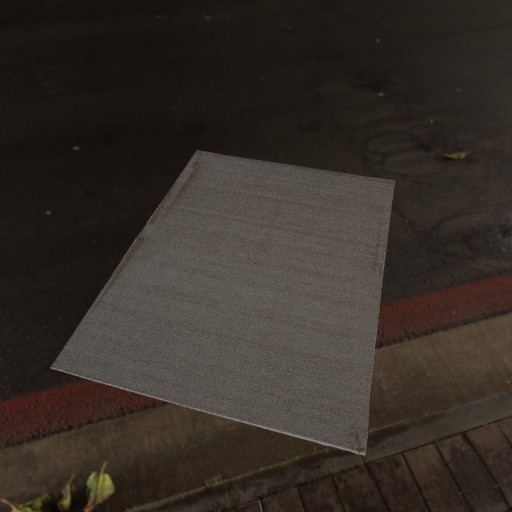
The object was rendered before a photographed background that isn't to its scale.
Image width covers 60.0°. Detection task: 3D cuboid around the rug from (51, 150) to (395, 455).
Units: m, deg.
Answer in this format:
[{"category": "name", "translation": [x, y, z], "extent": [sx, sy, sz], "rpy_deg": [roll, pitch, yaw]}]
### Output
[{"category": "rug", "translation": [0.000, 0.000, 5.045], "extent": [2.873, 0.053, 3.778], "rpy_deg": [12, 47, 11]}]
